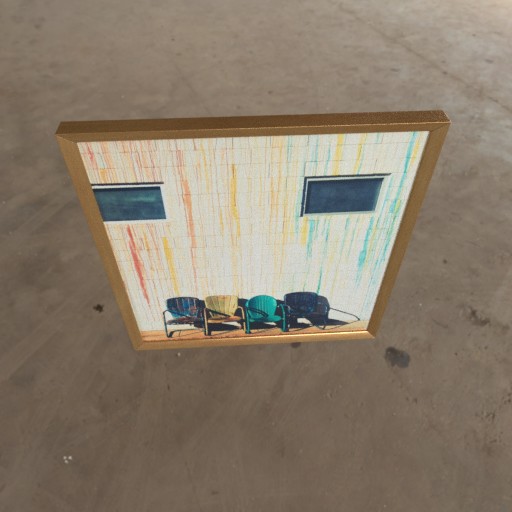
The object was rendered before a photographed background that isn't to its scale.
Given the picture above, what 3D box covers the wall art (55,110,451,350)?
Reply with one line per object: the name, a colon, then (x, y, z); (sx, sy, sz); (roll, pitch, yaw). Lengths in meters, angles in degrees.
wall art: (0.000, 0.000, 0.453); (0.302, 0.302, 0.019); (-2, 46, -2)
